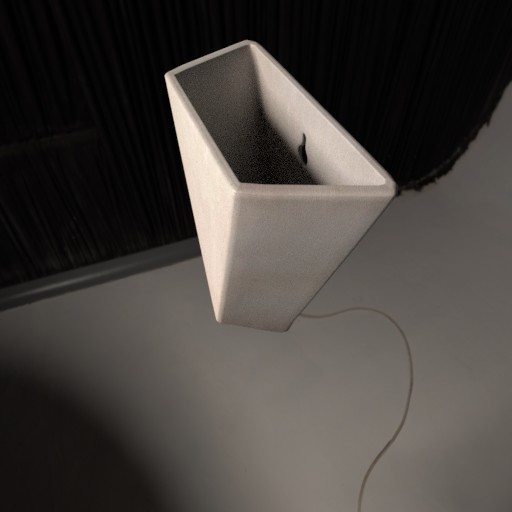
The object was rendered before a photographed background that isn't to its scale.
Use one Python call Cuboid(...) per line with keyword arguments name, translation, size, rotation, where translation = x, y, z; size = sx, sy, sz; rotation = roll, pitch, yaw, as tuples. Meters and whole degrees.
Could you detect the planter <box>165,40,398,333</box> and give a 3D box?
Cuboid(name="planter", translation=(0.000, 0.000, 0.274), size=(0.060, 0.197, 0.150), rotation=(-17, 50, -15))
